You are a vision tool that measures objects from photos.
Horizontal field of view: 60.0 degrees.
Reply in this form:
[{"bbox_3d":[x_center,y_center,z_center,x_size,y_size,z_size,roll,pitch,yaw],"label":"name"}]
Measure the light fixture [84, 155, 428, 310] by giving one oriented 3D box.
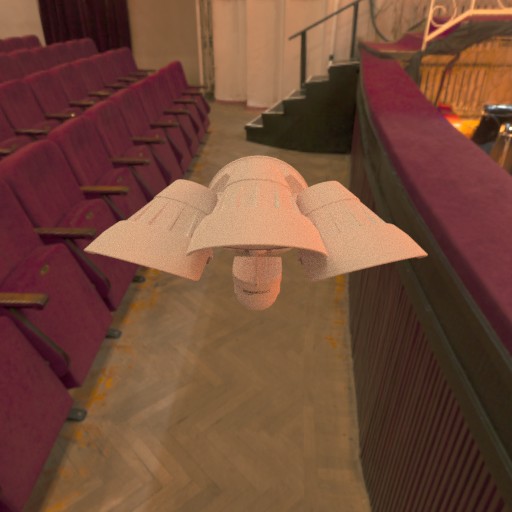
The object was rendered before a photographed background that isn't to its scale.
[{"bbox_3d":[0.000,0.000,0.544,0.369,0.237,0.278,1,29,1],"label":"light fixture"}]
